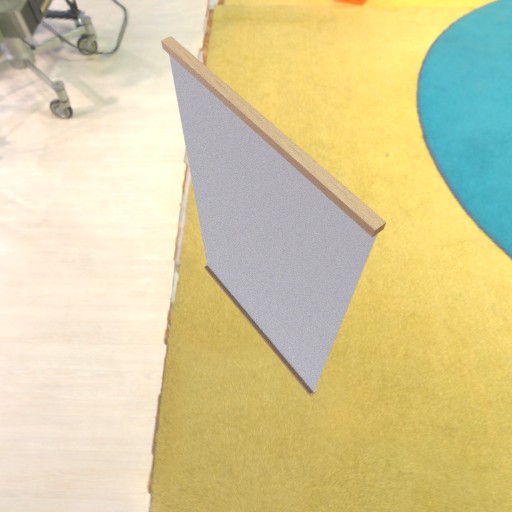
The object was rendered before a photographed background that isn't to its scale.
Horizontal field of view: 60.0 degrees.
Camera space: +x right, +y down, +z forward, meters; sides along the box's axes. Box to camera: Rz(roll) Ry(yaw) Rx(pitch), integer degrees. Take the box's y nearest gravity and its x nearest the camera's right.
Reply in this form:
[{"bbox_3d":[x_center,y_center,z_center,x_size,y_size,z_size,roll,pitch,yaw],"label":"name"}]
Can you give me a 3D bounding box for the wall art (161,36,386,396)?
[{"bbox_3d":[0.000,0.000,0.779,0.016,0.611,0.401,-33,63,-19],"label":"wall art"}]
